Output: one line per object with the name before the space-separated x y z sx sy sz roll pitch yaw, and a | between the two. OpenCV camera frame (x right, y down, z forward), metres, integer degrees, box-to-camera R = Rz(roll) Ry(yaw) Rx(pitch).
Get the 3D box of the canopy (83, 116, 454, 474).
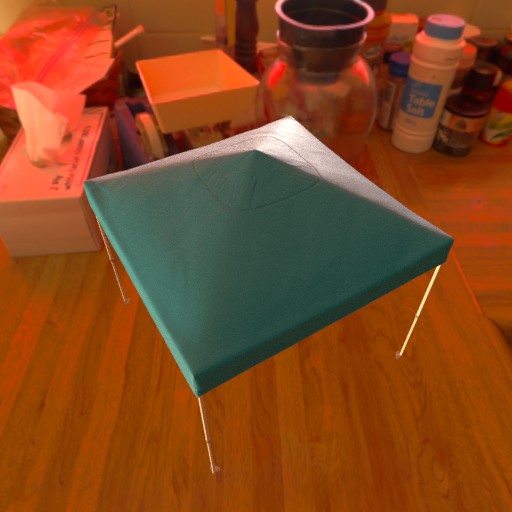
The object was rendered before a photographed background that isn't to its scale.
canopy | 0.000 0.000 5.417 2.996 2.997 2.998 -24 51 -21
